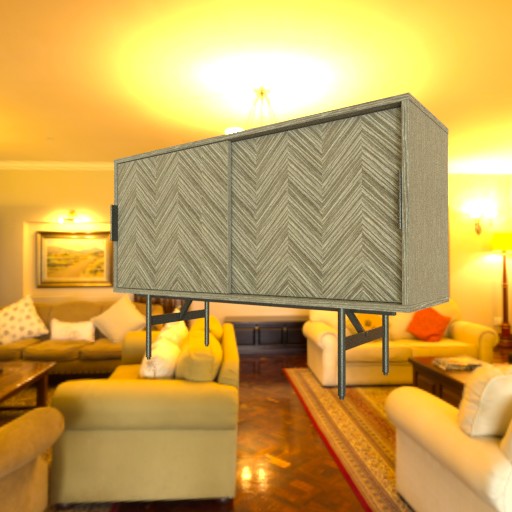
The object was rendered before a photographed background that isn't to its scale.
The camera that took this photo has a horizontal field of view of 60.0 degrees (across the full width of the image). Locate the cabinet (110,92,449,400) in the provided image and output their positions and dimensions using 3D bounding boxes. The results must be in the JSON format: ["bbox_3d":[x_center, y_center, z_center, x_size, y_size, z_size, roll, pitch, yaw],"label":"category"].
[{"bbox_3d":[0.000,0.000,1.570,1.194,0.787,0.405,-1,-1,37],"label":"cabinet"}]
